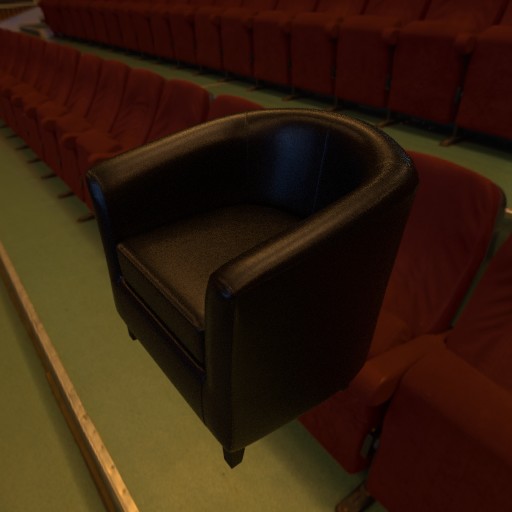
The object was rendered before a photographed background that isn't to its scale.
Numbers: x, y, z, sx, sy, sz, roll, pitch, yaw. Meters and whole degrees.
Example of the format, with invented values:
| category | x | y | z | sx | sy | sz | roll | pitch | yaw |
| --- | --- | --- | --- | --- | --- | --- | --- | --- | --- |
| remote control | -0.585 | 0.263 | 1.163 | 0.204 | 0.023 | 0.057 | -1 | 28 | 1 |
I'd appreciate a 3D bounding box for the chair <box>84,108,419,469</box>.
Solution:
| category | x | y | z | sx | sy | sz | roll | pitch | yaw |
| --- | --- | --- | --- | --- | --- | --- | --- | --- | --- |
| chair | 0.000 | 0.000 | 1.365 | 0.727 | 0.756 | 0.793 | -22 | 38 | -31 |
